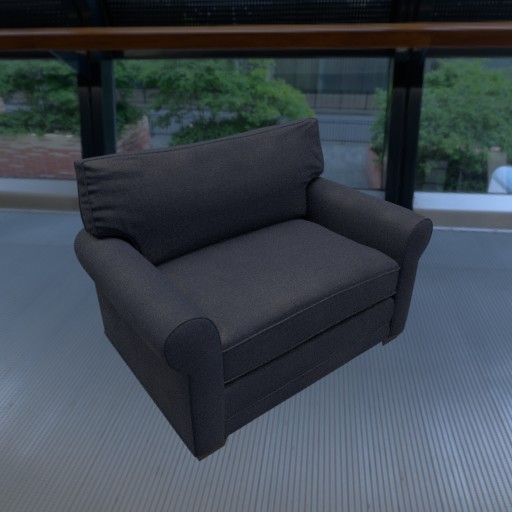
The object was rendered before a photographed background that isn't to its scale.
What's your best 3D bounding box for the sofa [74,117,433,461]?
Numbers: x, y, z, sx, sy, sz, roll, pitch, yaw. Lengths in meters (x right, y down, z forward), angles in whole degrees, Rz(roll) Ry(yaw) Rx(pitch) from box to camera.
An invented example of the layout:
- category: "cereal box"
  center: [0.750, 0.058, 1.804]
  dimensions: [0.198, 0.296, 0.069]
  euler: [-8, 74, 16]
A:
- category: "sofa"
  center: [0.000, 0.000, 2.056]
  dimensions: [1.405, 1.004, 0.938]
  euler: [-20, 35, -32]
